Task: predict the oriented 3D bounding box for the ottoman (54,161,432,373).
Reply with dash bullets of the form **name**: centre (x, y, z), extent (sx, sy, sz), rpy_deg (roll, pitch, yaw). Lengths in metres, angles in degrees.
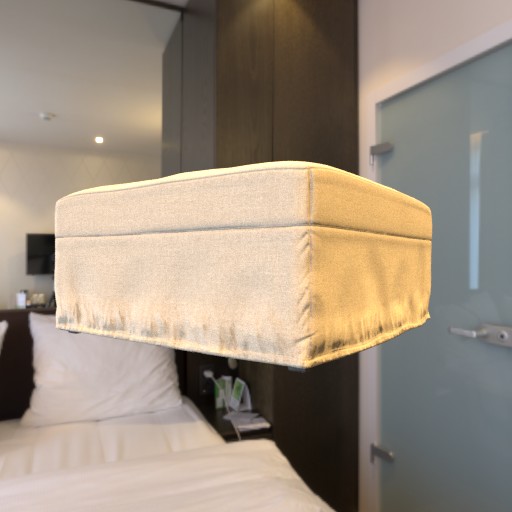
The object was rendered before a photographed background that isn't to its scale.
- **ottoman**: centre (0.000, 0.000, 1.339), extent (0.843, 0.436, 0.840), rpy_deg (0, -1, 36)
